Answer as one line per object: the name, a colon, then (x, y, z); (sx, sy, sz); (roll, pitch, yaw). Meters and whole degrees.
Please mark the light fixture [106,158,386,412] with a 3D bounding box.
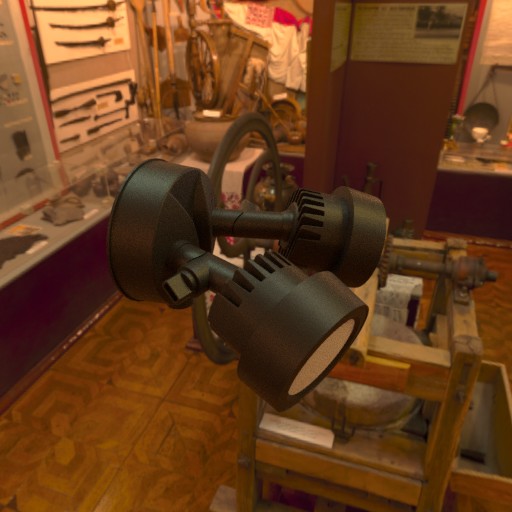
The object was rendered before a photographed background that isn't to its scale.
light fixture: (0.000, 0.000, 0.315); (0.168, 0.120, 0.213); (10, 32, 17)
